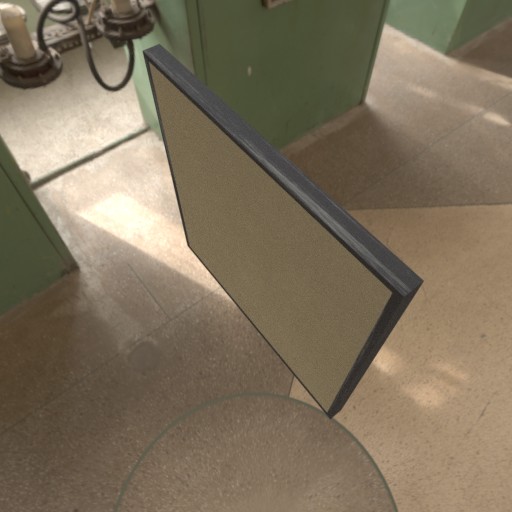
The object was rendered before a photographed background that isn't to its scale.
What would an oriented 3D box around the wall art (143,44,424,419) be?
[{"bbox_3d":[0.000,0.000,1.131,0.043,0.758,0.762,-33,63,-19],"label":"wall art"}]
